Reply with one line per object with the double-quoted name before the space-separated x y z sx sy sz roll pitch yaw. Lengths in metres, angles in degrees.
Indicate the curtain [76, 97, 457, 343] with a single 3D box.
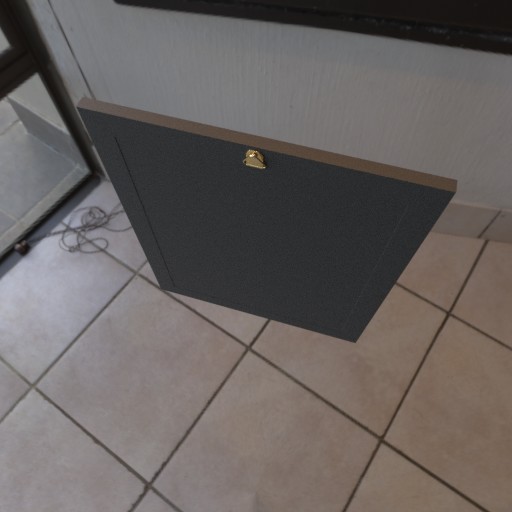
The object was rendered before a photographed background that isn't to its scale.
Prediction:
"curtain" 0.000 0.000 0.802 0.483 0.585 0.027 15 63 8
